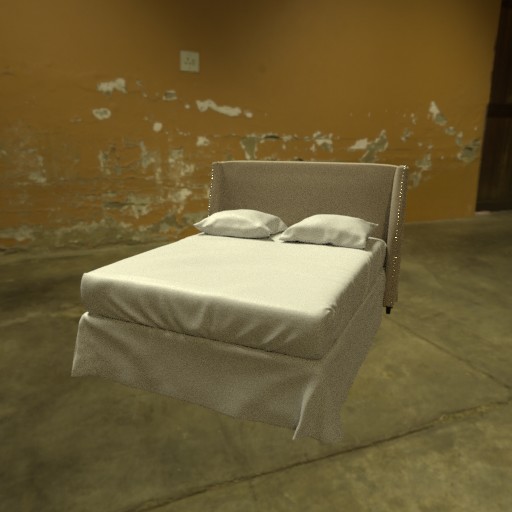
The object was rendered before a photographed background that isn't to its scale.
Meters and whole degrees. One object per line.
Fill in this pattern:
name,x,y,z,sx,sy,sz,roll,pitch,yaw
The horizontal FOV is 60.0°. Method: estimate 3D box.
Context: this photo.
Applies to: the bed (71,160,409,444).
bed,0.000,0.000,3.418,1.925,1.332,2.276,7,16,24
